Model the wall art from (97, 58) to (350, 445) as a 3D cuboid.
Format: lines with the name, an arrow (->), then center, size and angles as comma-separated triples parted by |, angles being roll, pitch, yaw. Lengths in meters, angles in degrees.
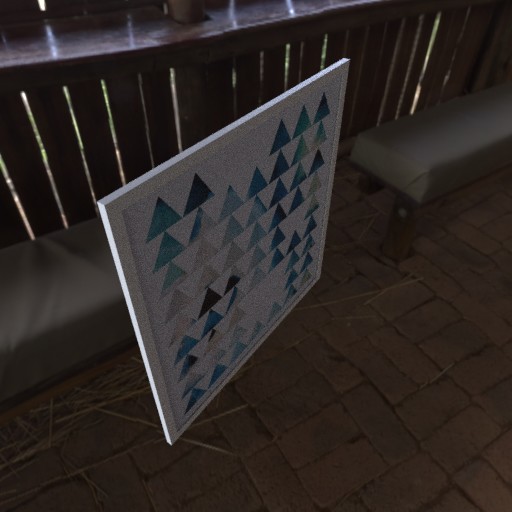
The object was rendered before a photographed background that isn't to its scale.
wall art -> 0.000, 0.000, 0.824 | 0.012, 0.557, 0.557 | 26, 48, 26
